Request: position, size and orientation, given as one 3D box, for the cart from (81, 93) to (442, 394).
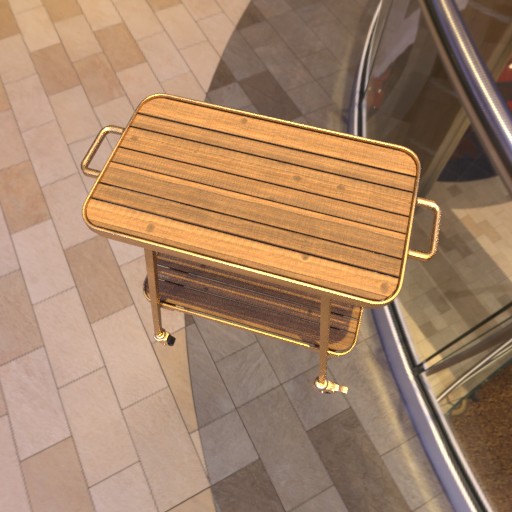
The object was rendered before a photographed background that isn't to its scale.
[{"bbox_3d":[0.000,0.000,1.293,0.806,0.700,0.524,15,64,7],"label":"cart"}]
